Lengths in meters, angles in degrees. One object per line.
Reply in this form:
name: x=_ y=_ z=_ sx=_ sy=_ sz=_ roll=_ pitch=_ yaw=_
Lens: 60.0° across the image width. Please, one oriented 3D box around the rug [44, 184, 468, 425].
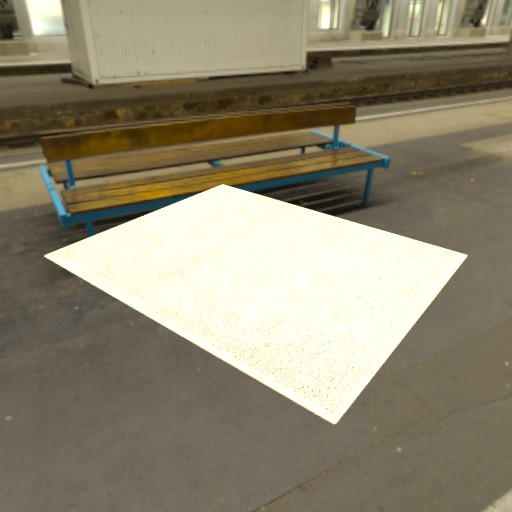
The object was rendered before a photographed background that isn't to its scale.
rug: x=0.000 y=0.000 z=4.079 sx=3.050 sy=0.015 sz=2.441 roll=21 pitch=35 yaw=33
